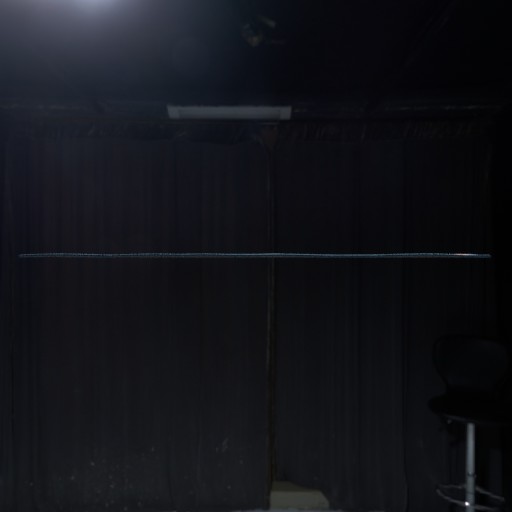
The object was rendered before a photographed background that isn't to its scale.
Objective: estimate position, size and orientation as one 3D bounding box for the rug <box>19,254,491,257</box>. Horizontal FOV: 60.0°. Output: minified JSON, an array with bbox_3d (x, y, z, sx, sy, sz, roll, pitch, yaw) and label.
[{"bbox_3d":[0.000,0.000,2.306,1.847,0.014,1.195,0,0,2],"label":"rug"}]
